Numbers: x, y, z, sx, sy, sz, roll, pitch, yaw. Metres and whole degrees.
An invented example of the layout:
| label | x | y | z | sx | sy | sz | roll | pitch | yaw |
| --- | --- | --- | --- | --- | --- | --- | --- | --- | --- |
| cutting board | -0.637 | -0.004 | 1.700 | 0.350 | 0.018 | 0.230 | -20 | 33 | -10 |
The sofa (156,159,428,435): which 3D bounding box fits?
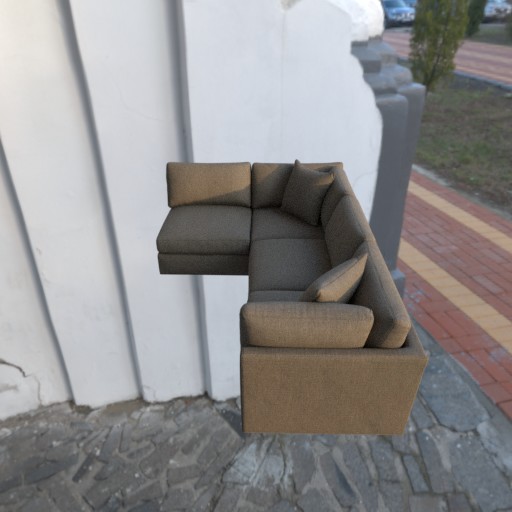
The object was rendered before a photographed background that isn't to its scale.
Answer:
| label | x | y | z | sx | sy | sz | roll | pitch | yaw |
| --- | --- | --- | --- | --- | --- | --- | --- | --- | --- |
| sofa | 0.000 | 0.000 | 3.834 | 1.994 | 0.978 | 2.896 | 1 | 31 | 1 |
